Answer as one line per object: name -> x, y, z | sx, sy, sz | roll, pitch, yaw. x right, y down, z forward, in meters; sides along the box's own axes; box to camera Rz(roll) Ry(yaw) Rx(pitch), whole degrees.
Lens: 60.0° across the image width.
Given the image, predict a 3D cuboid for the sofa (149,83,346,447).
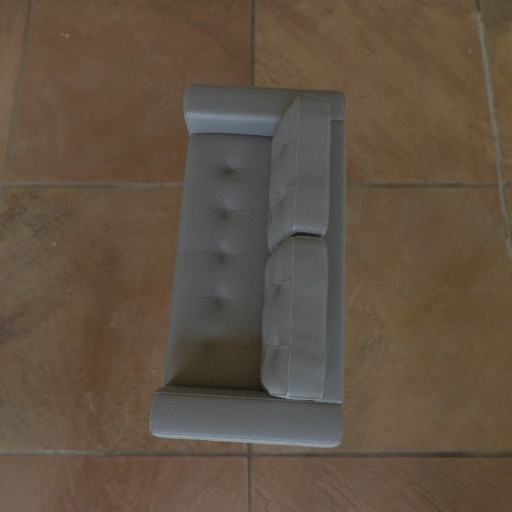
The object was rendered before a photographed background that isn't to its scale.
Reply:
sofa -> 0.000, 0.000, 2.237 | 0.833, 0.893, 1.726 | 3, 76, 1
